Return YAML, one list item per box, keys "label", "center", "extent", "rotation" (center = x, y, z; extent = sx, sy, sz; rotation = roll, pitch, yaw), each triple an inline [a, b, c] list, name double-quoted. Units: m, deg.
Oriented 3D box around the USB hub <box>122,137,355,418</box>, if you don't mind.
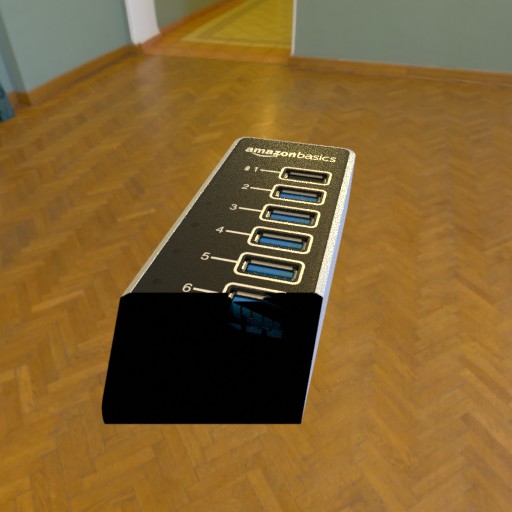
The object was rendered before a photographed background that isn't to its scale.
- label: "USB hub"
  center: [0.000, 0.000, 0.128]
  extent: [0.044, 0.023, 0.110]
  rotation: [10, 40, 12]
